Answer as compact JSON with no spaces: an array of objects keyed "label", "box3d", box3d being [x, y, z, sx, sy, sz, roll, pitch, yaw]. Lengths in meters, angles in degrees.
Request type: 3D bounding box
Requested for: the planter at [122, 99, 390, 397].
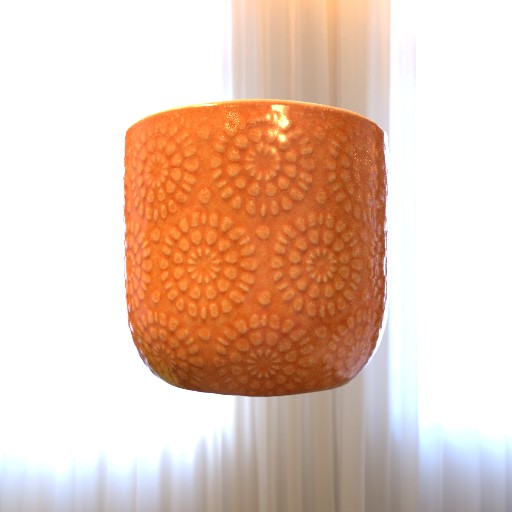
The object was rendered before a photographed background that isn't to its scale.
[{"label":"planter","box3d":[0.000,0.000,0.288,0.170,0.152,0.170,0,-1,0]}]
